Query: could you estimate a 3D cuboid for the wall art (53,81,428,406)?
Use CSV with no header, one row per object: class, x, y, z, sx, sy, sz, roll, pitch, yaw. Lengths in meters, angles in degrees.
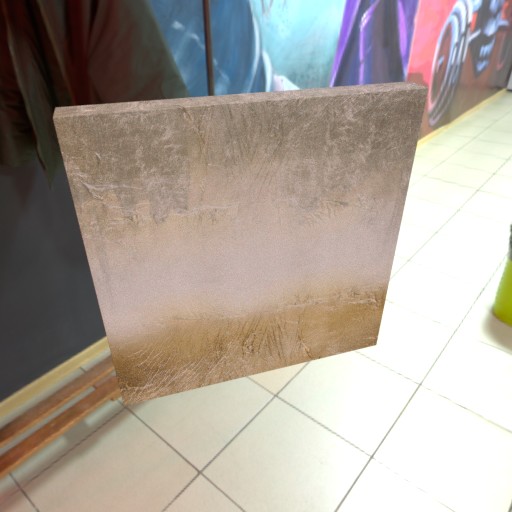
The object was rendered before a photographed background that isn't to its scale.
wall art,0.000,0.000,0.586,0.405,0.407,0.038,-10,34,-15
